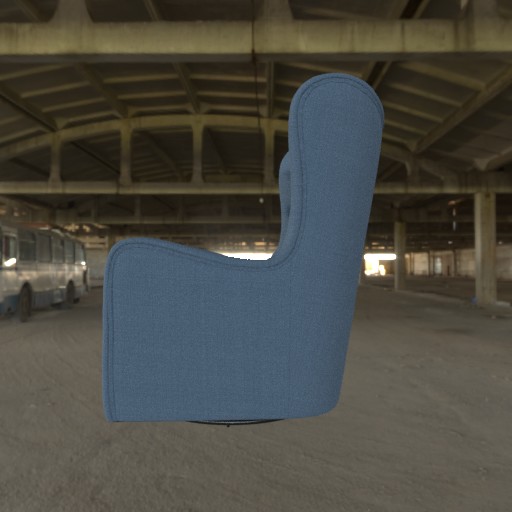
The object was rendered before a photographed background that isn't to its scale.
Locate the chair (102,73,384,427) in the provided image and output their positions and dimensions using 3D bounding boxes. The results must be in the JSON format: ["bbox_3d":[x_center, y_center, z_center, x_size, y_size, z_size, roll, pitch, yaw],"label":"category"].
[{"bbox_3d":[0.000,0.000,1.706,0.930,1.079,0.831,0,-1,1],"label":"chair"}]
